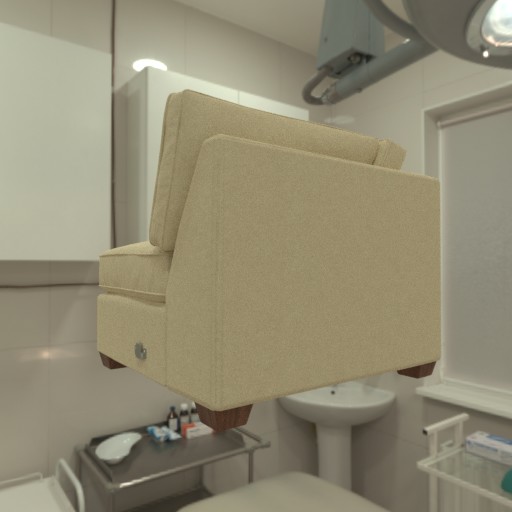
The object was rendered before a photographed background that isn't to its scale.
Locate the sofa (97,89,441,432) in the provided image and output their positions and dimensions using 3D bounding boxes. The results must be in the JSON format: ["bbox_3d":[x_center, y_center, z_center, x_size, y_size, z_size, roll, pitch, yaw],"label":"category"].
[{"bbox_3d":[0.000,0.000,1.940,1.146,1.002,1.084,1,-1,-37],"label":"sofa"}]
